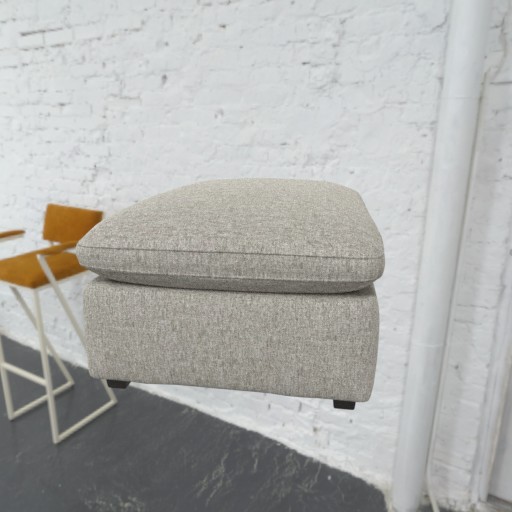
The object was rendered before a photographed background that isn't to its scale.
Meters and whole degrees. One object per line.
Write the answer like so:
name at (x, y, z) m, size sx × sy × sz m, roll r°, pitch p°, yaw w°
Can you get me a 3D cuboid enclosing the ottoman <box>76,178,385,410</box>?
ottoman at (0.000, 0.000, 1.386) m, size 0.694 × 0.451 × 0.977 m, roll 2°, pitch 15°, yaw 9°
